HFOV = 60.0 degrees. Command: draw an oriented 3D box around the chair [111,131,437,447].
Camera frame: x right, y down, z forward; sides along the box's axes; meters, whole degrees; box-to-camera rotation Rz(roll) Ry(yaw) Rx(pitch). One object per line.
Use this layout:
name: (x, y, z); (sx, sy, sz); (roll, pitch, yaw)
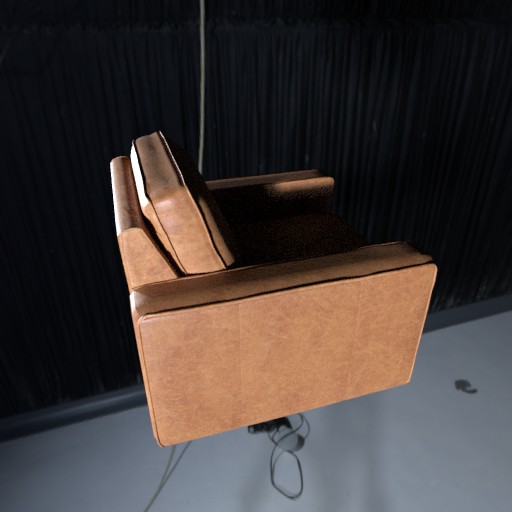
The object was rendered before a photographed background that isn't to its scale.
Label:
chair: (0.000, 0.000, 1.773); (1.027, 0.901, 0.987); (-11, 33, -17)
